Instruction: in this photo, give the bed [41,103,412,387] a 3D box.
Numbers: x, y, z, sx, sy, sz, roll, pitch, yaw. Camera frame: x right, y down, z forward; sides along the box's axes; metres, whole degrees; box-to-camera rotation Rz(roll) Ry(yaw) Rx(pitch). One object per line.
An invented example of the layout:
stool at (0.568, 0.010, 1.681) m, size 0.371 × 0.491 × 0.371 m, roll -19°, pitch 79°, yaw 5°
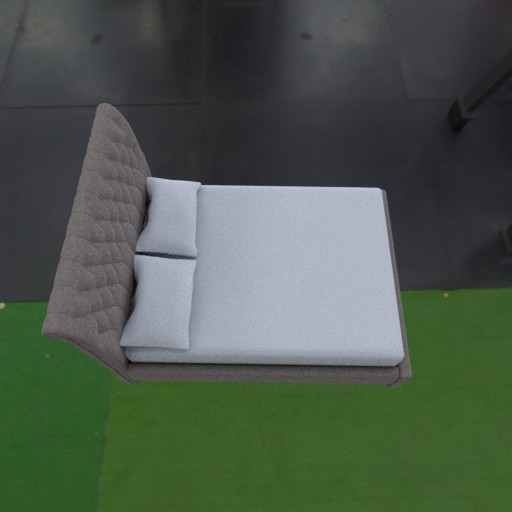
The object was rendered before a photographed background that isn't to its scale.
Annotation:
bed at (0.000, 0.000, 3.275) m, size 2.252 × 1.371 × 1.645 m, roll 1°, pitch 63°, yaw 0°
